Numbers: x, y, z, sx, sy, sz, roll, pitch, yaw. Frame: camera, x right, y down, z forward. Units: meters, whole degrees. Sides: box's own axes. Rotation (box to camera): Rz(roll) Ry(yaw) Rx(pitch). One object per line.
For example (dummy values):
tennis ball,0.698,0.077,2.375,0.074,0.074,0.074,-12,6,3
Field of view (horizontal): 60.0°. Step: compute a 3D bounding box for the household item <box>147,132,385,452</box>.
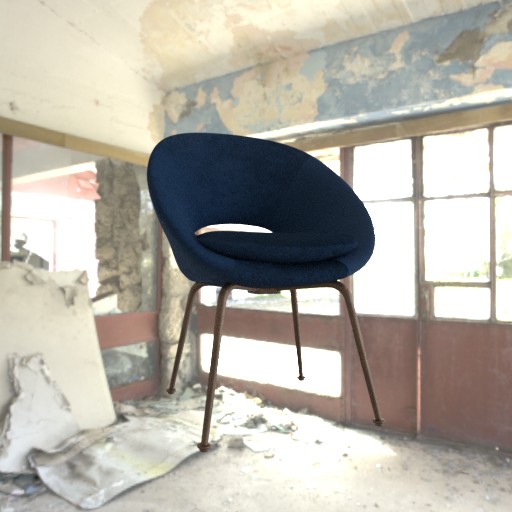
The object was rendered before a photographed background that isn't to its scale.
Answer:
household item,0.000,0.000,1.290,0.623,0.852,0.573,0,-1,-20
